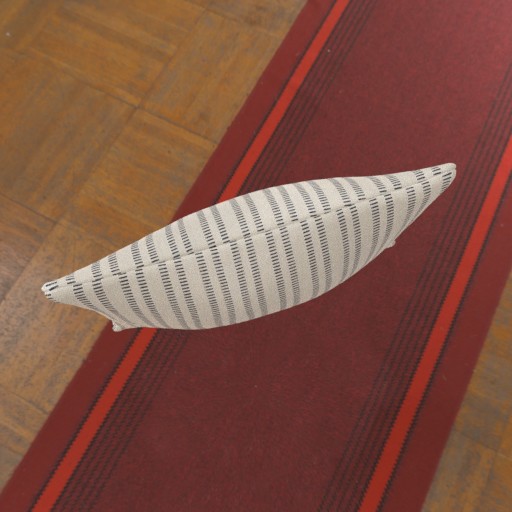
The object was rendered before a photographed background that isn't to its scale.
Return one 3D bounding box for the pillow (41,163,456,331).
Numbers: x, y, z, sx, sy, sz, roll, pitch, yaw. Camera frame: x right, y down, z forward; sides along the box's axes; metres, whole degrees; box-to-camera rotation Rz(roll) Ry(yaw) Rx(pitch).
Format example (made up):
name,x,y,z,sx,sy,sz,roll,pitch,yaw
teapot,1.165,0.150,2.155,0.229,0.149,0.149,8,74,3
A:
name,x,y,z,sx,sy,sz,roll,pitch,yaw
pillow,0.000,0.000,0.806,0.640,0.353,0.210,-17,74,-5
